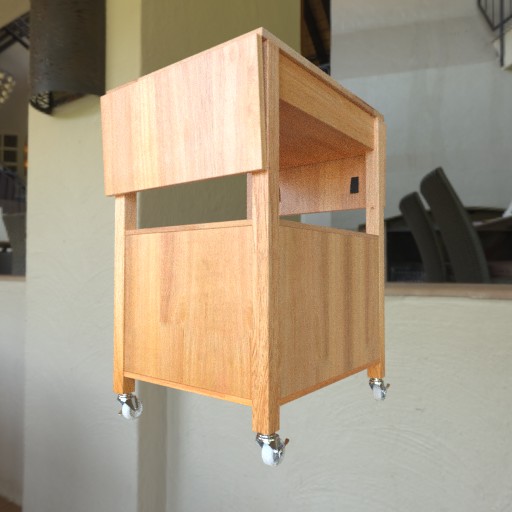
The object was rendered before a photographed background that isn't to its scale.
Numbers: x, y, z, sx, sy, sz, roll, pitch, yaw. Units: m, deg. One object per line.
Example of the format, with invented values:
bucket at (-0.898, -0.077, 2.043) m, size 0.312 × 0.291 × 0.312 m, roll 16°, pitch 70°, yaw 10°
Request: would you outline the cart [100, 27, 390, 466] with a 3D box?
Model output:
cart at (0.000, 0.000, 1.210) m, size 0.508 × 0.838 × 0.640 m, roll -1°, pitch -2°, yaw 37°
